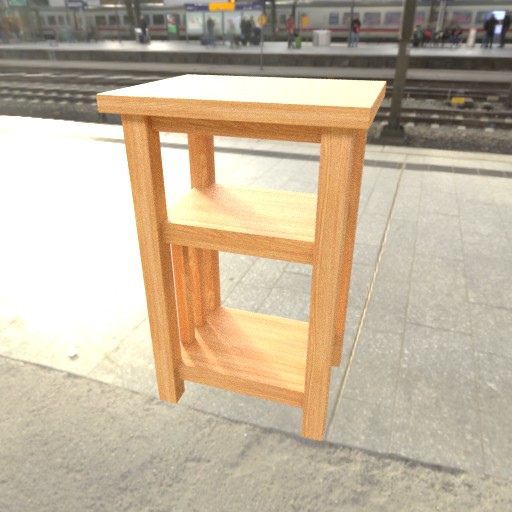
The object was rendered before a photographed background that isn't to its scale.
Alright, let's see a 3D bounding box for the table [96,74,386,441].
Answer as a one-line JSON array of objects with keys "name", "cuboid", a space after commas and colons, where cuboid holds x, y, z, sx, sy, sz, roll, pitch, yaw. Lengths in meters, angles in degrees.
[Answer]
[{"name": "table", "cuboid": [0.000, 0.000, 0.767, 0.350, 0.550, 0.270, 9, 29, 16]}]
